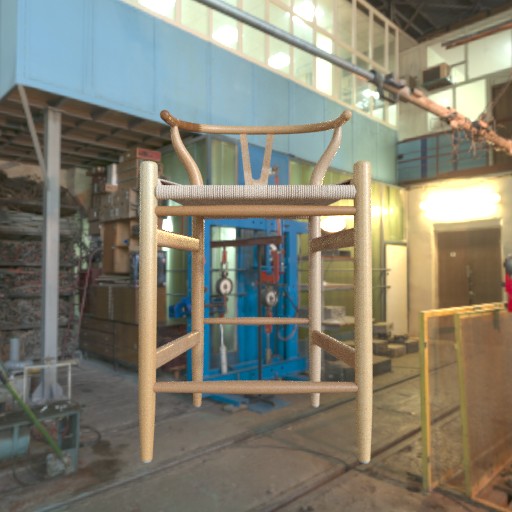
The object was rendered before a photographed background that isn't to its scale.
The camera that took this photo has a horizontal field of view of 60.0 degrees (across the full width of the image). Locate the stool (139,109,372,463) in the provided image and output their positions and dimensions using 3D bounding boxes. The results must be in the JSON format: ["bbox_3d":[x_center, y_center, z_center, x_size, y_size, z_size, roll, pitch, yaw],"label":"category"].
[{"bbox_3d":[0.000,0.000,1.260,0.536,0.923,0.575,0,-2,0],"label":"stool"}]
